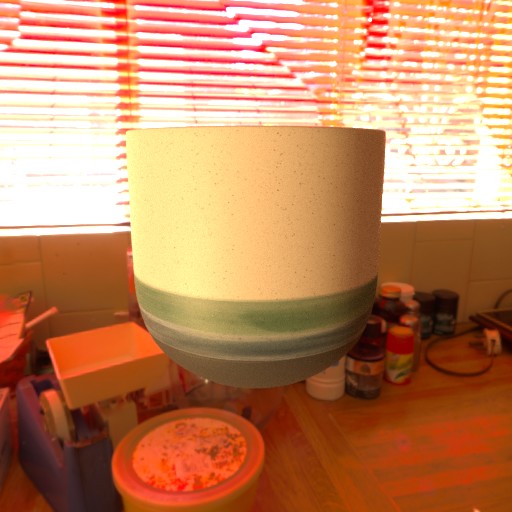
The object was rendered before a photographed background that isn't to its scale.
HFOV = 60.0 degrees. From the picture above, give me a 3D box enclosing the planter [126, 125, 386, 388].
[{"bbox_3d":[0.000,0.000,0.502,0.268,0.270,0.268,0,13,0],"label":"planter"}]
